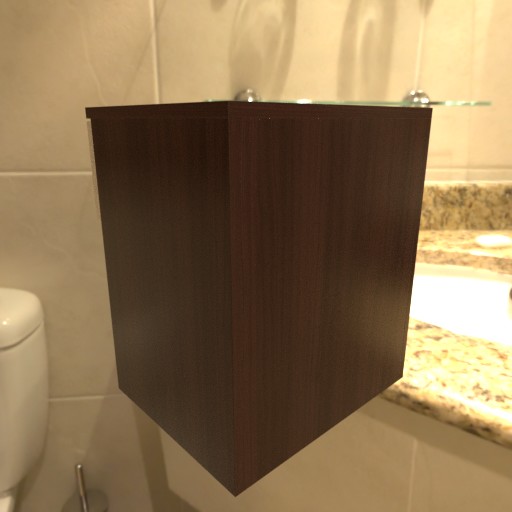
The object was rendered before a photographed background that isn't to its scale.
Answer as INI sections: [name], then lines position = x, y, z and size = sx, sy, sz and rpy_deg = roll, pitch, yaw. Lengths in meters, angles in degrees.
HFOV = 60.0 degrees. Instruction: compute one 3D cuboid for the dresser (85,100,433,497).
[dresser]
position = 0.000, 0.000, 0.741
size = 0.400, 0.470, 0.360
rpy_deg = -15, 23, -40
